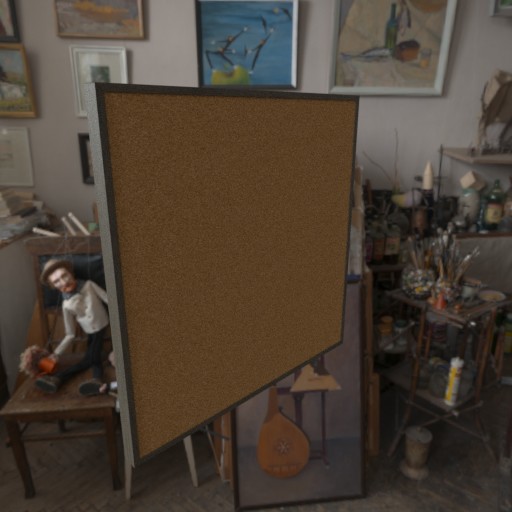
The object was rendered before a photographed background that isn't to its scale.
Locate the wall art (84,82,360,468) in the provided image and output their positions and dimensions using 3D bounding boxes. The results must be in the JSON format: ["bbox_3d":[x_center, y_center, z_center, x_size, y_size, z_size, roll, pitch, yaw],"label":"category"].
[{"bbox_3d":[0.000,0.000,1.084,0.758,0.758,0.039,-17,24,-42],"label":"wall art"}]
